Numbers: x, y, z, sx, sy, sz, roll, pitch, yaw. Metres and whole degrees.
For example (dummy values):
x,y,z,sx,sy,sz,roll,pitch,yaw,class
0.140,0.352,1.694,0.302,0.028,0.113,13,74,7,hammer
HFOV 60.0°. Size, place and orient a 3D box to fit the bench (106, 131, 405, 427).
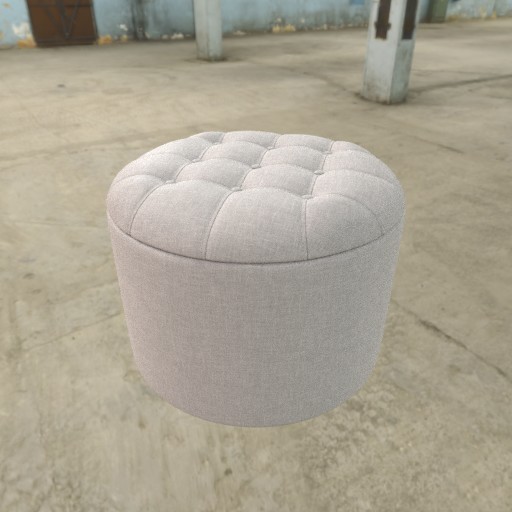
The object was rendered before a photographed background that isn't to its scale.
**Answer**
x,y,z,sx,sy,sz,roll,pitch,yaw,class
0.000,0.000,0.999,0.600,0.453,0.600,0,30,0,bench
